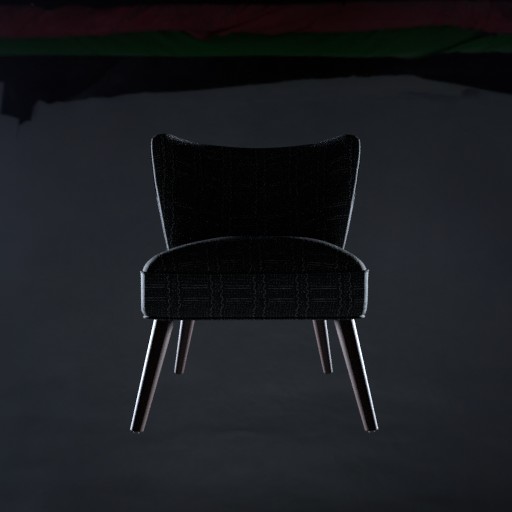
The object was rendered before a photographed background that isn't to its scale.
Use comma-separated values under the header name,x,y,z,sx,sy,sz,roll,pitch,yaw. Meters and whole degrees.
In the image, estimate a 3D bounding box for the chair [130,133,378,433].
name,x,y,z,sx,sy,sz,roll,pitch,yaw
chair,0.000,0.000,1.454,0.710,0.866,0.758,0,0,-1
